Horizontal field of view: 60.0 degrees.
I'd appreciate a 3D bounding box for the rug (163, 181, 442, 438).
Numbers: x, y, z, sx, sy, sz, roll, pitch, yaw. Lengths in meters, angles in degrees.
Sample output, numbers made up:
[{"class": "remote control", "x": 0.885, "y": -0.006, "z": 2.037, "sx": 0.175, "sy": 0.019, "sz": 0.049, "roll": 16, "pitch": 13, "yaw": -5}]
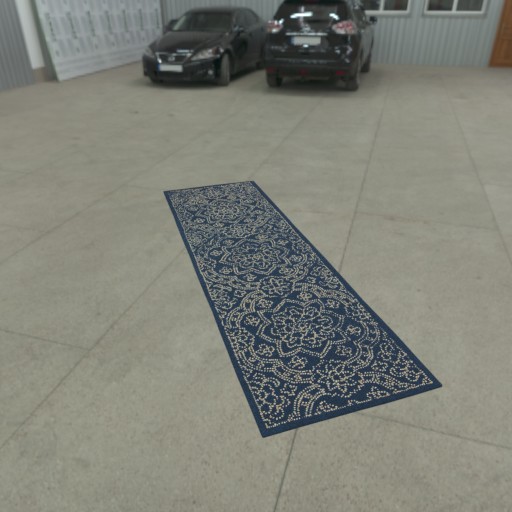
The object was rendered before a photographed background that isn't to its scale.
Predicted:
[{"class": "rug", "x": 0.000, "y": 0.000, "z": 2.670, "sx": 0.769, "sy": 0.012, "sz": 2.448, "roll": -9, "pitch": 31, "yaw": -16}]
